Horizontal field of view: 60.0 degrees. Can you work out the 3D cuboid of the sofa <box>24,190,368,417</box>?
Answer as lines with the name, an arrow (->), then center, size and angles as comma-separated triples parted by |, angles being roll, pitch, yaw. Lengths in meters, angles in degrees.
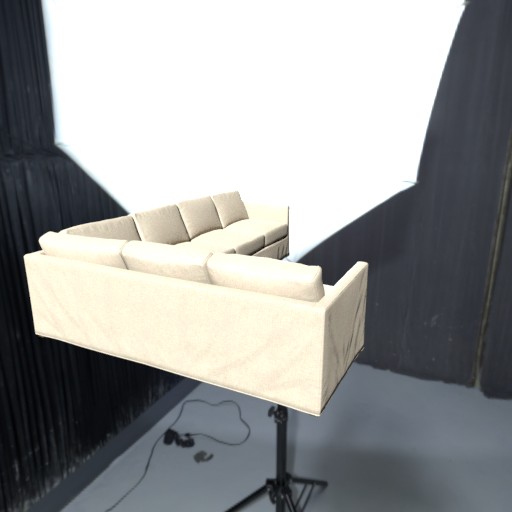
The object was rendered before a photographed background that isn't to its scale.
sofa -> 0.000, 0.000, 4.299 | 2.432, 0.871, 3.182 | 8, 18, 25
